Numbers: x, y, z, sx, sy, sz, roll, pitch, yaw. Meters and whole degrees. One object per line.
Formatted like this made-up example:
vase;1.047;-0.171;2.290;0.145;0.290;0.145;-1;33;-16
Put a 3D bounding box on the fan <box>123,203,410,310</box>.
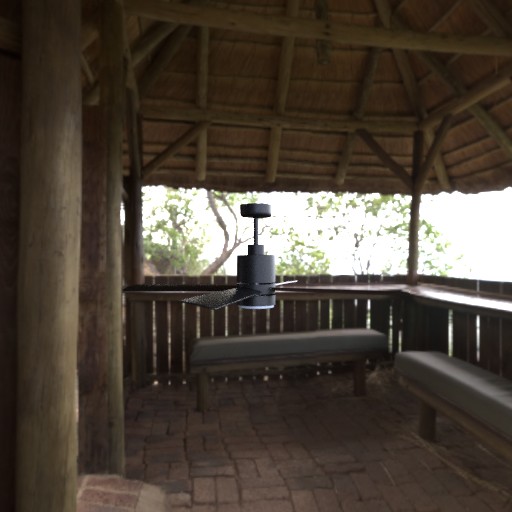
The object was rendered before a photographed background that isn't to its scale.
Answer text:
fan;0.000;0.000;2.322;1.525;0.534;1.525;0;0;17
